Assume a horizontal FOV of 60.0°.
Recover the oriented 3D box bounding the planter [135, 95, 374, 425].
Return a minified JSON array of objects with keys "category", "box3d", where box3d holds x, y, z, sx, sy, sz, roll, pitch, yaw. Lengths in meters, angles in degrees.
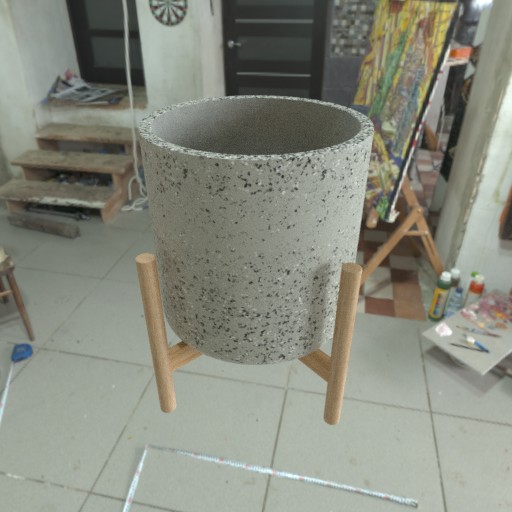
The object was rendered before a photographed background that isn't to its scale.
[{"category":"planter","box3d":[0.000,0.000,0.693,0.360,0.419,0.360,-9,33,-15]}]
